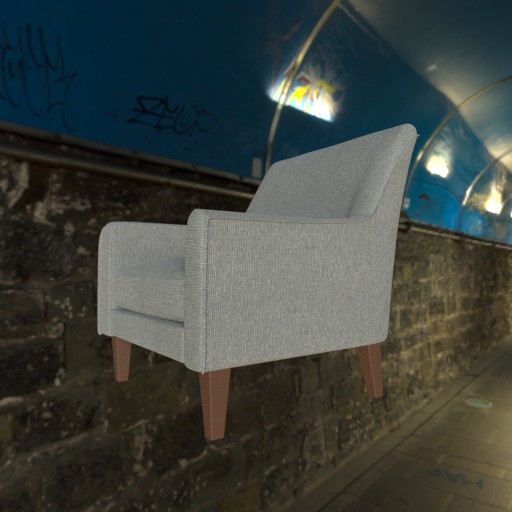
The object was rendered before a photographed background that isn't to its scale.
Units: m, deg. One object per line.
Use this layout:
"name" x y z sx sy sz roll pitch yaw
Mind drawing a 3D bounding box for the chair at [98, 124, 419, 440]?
"chair" 0.000 0.000 1.604 0.899 0.919 0.780 1 -1 -36
